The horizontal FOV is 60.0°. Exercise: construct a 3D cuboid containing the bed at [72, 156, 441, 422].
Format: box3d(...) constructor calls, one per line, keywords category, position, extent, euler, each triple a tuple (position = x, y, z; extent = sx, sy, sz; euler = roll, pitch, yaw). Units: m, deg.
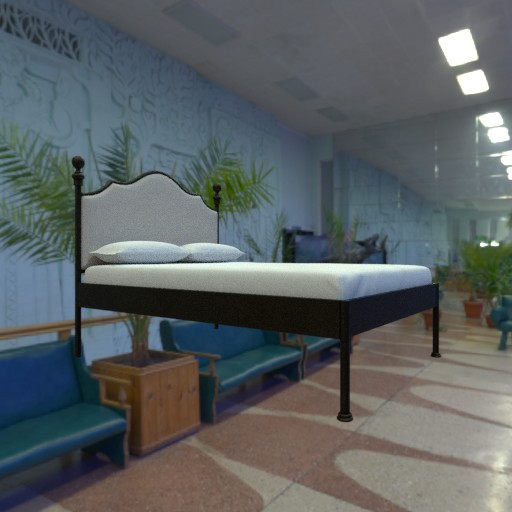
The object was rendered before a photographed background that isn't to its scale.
box3d(category="bed", position=(0.000, 0.000, 3.278), extent=(2.224, 1.499, 1.642), euler=(0, 0, 36))
